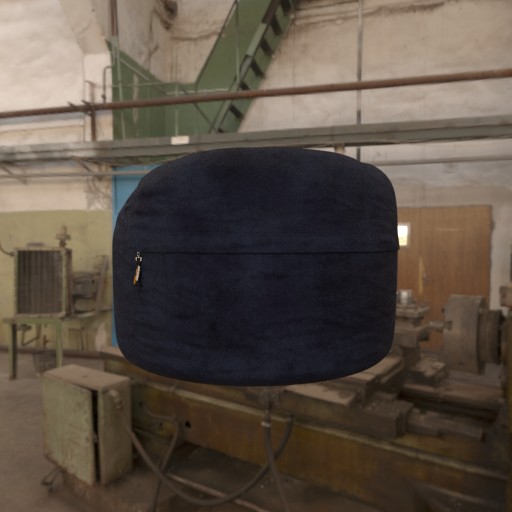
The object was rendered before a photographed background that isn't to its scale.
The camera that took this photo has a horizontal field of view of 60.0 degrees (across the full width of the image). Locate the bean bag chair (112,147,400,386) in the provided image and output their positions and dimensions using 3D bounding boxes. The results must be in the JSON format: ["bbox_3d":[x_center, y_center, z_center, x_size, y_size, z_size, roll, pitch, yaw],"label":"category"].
[{"bbox_3d":[0.000,0.000,1.482,0.918,0.616,0.918,0,2,0],"label":"bean bag chair"}]
